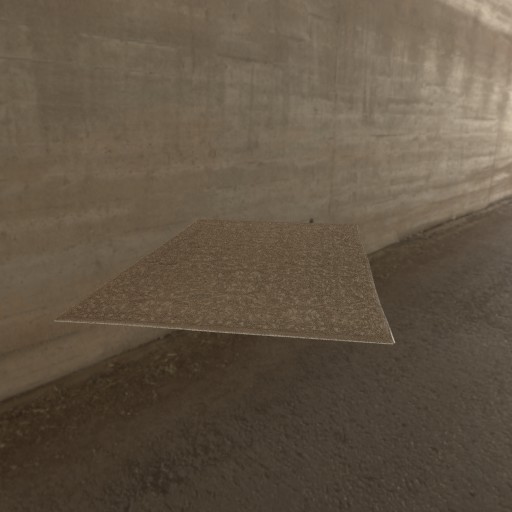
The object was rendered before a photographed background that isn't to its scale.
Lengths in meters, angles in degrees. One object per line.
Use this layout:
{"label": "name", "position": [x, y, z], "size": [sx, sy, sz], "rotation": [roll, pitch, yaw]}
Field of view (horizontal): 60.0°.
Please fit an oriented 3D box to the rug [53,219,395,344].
{"label": "rug", "position": [0.000, 0.000, 3.084], "size": [1.529, 0.012, 2.435], "rotation": [2, 16, 8]}
